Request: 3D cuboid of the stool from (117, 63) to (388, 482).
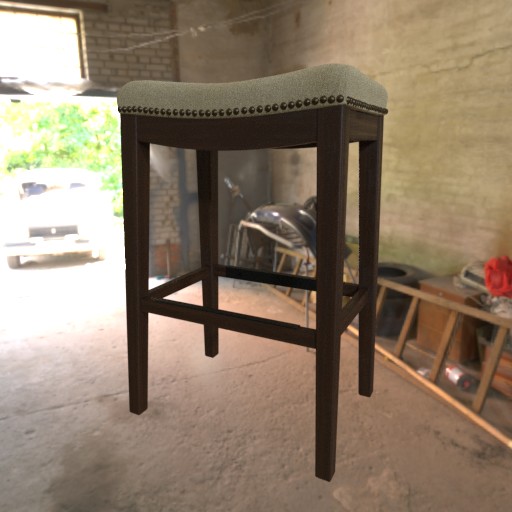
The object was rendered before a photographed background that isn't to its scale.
[{"bbox_3d":[0.000,0.000,1.030,0.509,0.768,0.363,7,16,26],"label":"stool"}]
